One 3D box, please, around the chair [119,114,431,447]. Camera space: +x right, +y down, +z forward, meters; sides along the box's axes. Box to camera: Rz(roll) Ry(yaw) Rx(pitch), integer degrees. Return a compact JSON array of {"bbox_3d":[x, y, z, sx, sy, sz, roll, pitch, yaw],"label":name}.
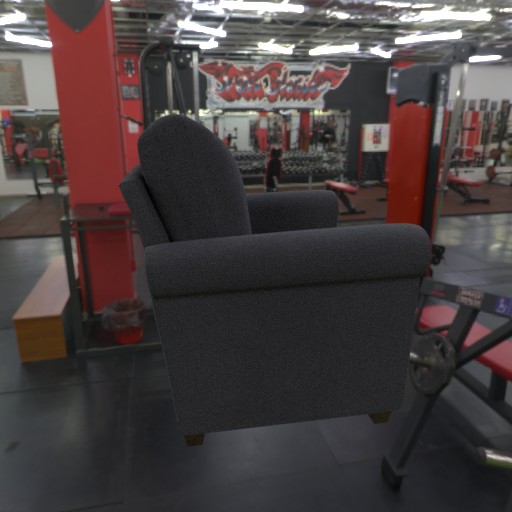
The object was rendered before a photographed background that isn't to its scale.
[{"bbox_3d":[0.000,0.000,1.570,0.828,0.942,0.867,-3,16,-10],"label":"chair"}]
